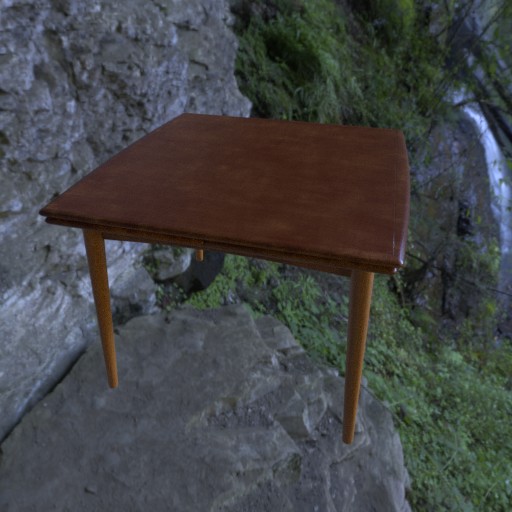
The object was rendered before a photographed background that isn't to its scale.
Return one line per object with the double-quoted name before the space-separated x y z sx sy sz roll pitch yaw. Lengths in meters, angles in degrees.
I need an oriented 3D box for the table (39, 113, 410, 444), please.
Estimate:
"table" 0.000 0.000 1.685 0.991 0.754 0.991 9 34 13
